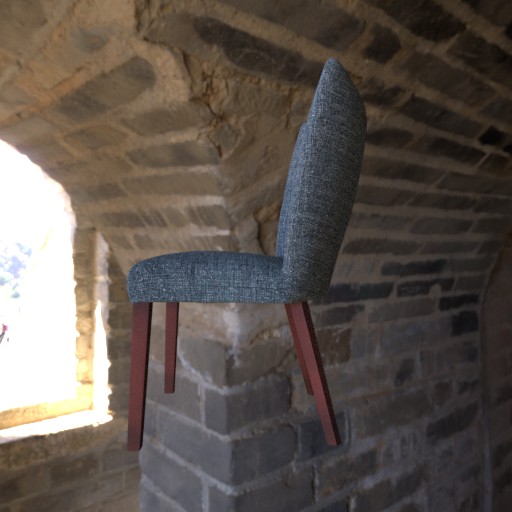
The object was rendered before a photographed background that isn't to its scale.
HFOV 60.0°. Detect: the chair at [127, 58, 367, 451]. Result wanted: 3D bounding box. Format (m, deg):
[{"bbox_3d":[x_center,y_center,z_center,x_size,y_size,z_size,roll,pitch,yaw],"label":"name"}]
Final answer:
[{"bbox_3d":[0.000,0.000,1.286,0.623,0.924,0.535,0,0,0],"label":"chair"}]
